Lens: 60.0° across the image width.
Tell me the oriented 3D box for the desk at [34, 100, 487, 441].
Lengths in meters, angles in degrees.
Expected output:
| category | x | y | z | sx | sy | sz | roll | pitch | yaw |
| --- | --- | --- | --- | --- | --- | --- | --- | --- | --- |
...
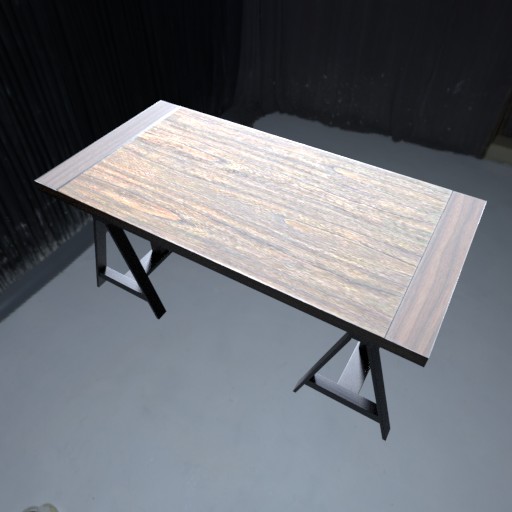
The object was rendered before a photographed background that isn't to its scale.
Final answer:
| category | x | y | z | sx | sy | sz | roll | pitch | yaw |
| --- | --- | --- | --- | --- | --- | --- | --- | --- | --- |
| desk | 0.000 | 0.000 | 1.931 | 1.543 | 0.725 | 0.784 | 23 | 50 | 21 |
